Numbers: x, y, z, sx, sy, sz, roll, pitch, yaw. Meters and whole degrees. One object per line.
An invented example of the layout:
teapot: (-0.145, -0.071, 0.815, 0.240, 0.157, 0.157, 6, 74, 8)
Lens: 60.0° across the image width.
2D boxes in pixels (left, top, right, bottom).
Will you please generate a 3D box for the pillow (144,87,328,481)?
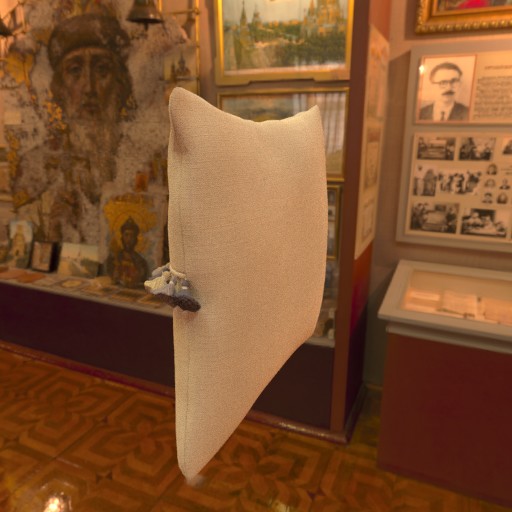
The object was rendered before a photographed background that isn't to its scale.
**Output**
pillow: (0.000, 0.000, 0.717, 0.165, 0.481, 0.489, 8, 18, 25)
